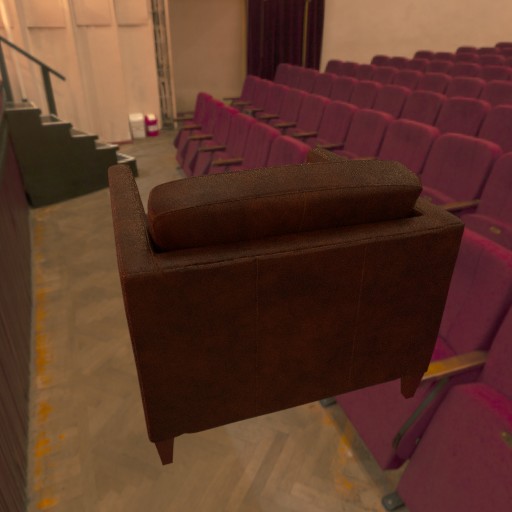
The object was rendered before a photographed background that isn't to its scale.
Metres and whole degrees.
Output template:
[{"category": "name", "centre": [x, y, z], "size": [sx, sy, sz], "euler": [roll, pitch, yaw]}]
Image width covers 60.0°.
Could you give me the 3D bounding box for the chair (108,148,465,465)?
[{"category": "chair", "centre": [0.000, 0.000, 1.694], "size": [0.990, 0.864, 0.975], "euler": [-9, 29, -16]}]
